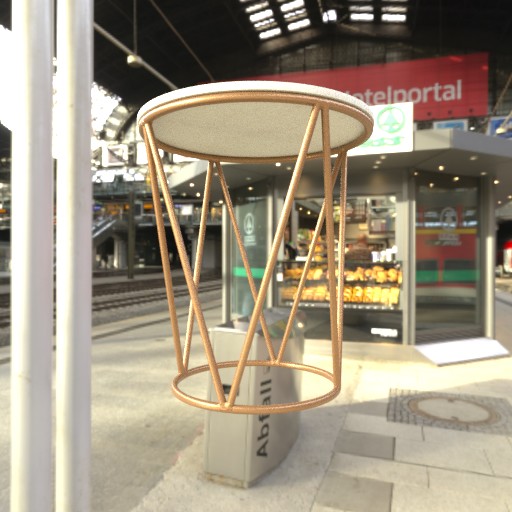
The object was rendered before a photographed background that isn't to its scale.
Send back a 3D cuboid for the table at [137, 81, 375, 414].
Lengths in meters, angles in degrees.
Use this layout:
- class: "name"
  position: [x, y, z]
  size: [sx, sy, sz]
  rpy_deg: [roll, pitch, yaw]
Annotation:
- class: "table"
  position: [0.000, 0.000, 0.964]
  size: [0.500, 0.564, 0.500]
  rpy_deg: [0, 0, 0]
